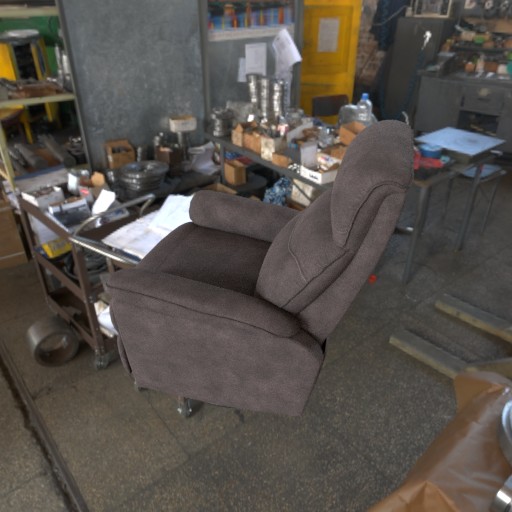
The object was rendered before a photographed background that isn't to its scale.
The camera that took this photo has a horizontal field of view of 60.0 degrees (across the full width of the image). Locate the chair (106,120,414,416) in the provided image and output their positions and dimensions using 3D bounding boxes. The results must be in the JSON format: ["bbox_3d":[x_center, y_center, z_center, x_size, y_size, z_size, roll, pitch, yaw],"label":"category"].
[{"bbox_3d":[0.000,0.000,1.726,1.009,1.035,0.830,9,33,14],"label":"chair"}]
